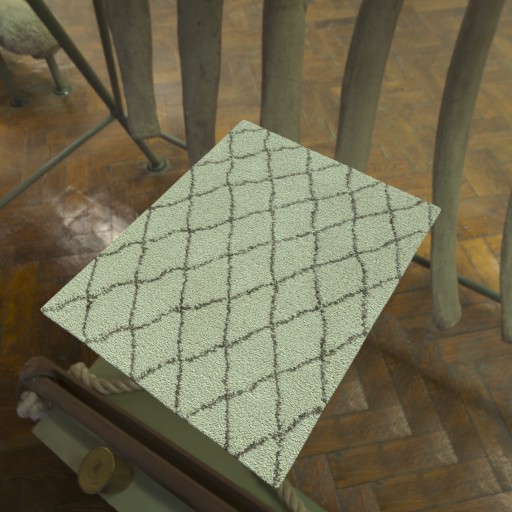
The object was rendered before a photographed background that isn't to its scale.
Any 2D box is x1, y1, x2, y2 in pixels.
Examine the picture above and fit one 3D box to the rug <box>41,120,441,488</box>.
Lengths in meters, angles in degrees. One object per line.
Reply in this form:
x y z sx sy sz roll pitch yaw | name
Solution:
0.000 0.000 4.133 2.438 0.029 3.047 30 61 18 | rug
